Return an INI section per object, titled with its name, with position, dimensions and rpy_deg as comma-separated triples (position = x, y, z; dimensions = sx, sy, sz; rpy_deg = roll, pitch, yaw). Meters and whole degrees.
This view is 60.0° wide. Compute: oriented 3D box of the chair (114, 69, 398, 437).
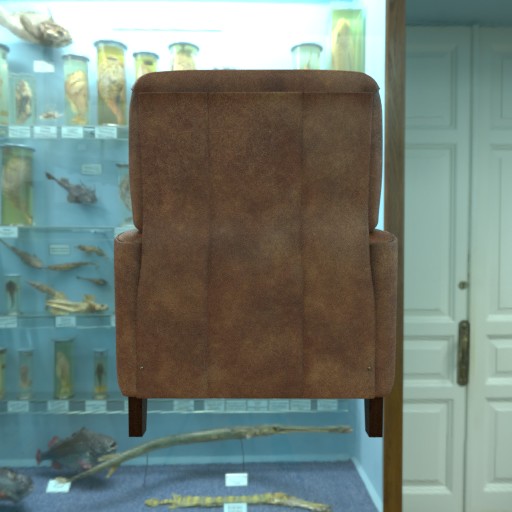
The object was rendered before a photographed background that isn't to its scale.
[chair]
position = 0.000, 0.000, 1.605
dimensions = 0.843, 1.043, 0.836
rpy_deg = 0, 1, 0
